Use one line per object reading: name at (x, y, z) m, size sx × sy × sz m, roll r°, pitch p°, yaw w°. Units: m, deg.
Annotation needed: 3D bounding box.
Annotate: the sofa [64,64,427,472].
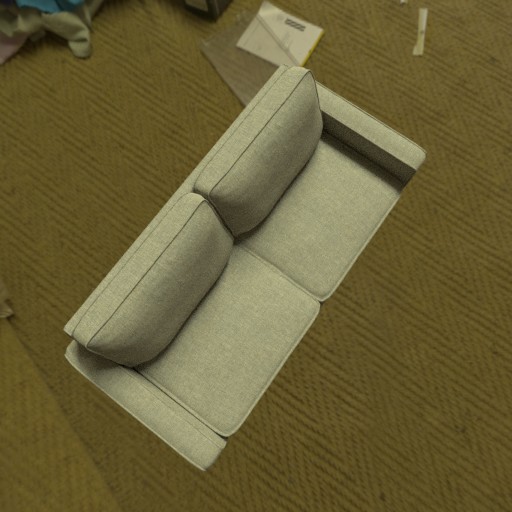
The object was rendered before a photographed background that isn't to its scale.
sofa at (0.000, 0.000, 2.493) m, size 0.945 × 0.918 × 2.078 m, roll 35°, pitch 79°, yaw 8°
